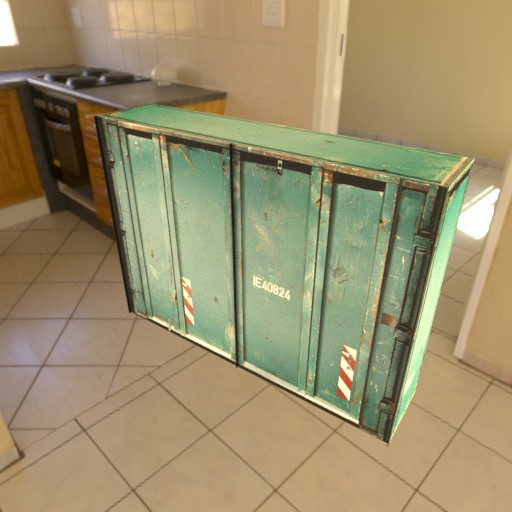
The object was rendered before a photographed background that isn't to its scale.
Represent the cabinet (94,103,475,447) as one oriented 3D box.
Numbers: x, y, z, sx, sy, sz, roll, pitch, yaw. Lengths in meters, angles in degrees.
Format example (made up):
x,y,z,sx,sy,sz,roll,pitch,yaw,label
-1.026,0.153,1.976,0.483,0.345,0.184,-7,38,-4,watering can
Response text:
x,y,z,sx,sy,sz,roll,pitch,yaw,label
0.000,0.000,3.931,3.001,2.160,0.680,19,35,30,cabinet
